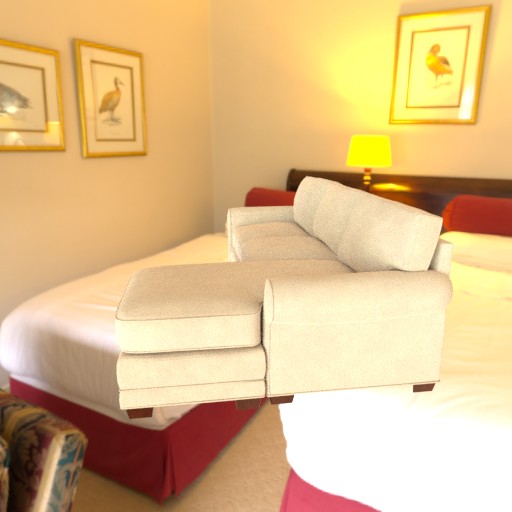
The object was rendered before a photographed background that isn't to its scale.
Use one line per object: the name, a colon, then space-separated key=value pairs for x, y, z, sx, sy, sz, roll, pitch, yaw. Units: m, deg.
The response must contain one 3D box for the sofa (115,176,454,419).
sofa: x=0.000 y=0.000 z=2.352 sx=1.226 sy=0.734 sz=1.770 roll=-2 pitch=15 yaw=-8
